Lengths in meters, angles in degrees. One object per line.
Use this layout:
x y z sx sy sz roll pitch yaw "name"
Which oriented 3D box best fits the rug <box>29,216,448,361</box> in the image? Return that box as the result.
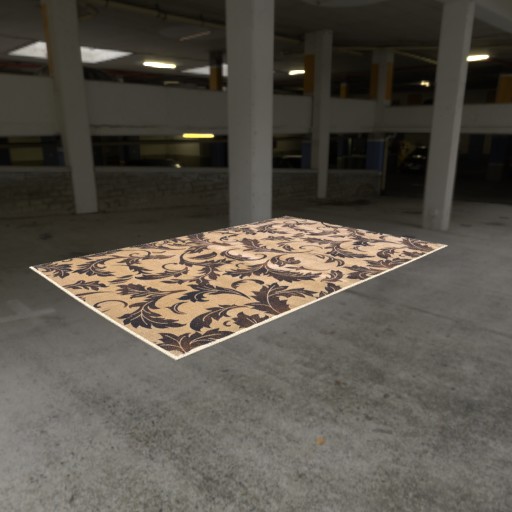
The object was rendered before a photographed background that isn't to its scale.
0.000 0.000 2.847 2.284 0.008 1.522 -15 22 -42 "rug"
